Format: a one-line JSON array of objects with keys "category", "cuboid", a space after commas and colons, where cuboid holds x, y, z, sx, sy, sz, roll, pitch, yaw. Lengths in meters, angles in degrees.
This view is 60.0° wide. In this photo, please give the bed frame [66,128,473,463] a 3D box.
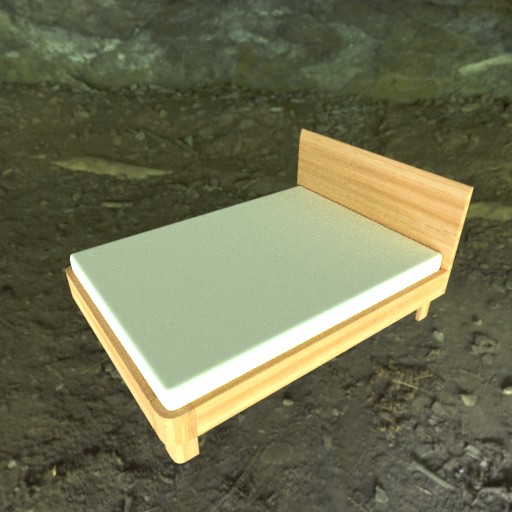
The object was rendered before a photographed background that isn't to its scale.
[{"category": "bed frame", "cuboid": [0.000, 0.000, 2.776, 1.992, 0.940, 1.472, -21, 37, -30]}]
